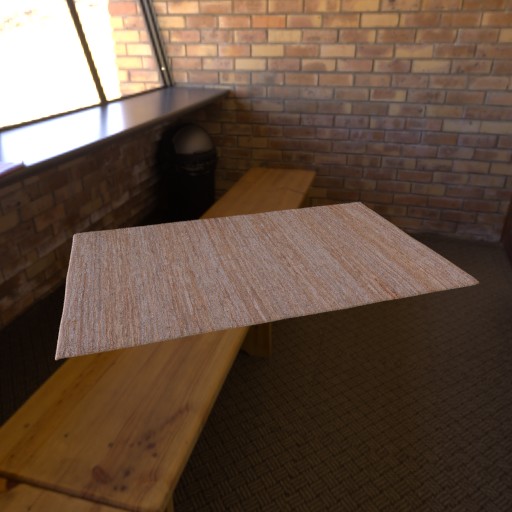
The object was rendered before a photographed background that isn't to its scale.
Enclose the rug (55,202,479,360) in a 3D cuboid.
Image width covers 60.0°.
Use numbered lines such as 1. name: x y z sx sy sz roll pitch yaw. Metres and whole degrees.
1. rug: 0.000 0.000 3.050 2.446 0.009 1.529 -8 28 -15
